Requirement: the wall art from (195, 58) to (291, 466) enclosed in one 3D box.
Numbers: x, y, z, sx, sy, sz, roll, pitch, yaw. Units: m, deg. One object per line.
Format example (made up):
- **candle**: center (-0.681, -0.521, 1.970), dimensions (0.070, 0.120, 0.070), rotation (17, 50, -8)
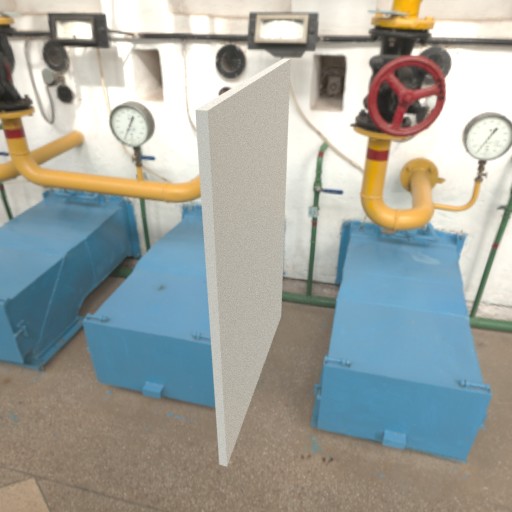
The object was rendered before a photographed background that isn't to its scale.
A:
- **wall art**: center (0.000, 0.000, 0.704), dimensions (0.013, 0.533, 0.381), rotation (8, 32, 13)
